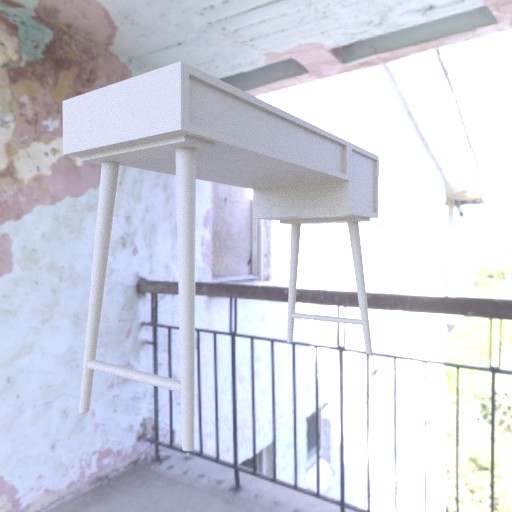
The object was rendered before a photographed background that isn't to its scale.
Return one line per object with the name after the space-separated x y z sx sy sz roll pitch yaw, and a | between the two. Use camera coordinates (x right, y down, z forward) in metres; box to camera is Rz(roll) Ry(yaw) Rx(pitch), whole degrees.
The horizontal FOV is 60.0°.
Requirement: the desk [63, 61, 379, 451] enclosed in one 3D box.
0.000 0.000 1.401 0.409 0.761 1.069 1 1 35 | desk
